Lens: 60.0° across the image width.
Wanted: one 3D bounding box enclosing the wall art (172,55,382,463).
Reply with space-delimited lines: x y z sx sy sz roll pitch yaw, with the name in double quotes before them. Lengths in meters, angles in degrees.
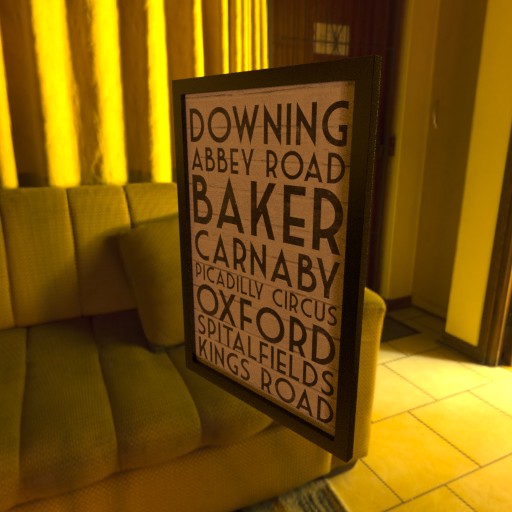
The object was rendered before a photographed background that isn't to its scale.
"wall art" 0.000 0.000 0.556 0.304 0.432 0.013 15 22 42
